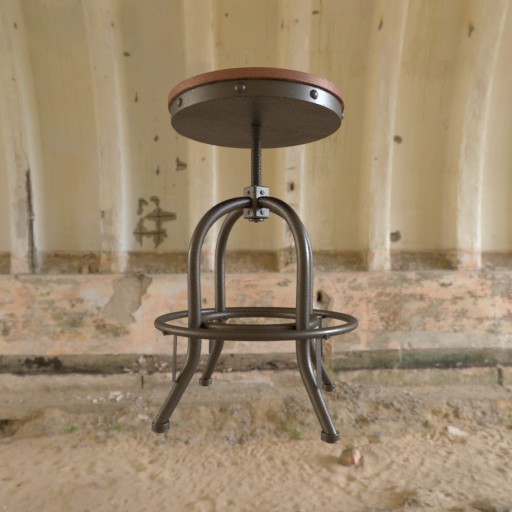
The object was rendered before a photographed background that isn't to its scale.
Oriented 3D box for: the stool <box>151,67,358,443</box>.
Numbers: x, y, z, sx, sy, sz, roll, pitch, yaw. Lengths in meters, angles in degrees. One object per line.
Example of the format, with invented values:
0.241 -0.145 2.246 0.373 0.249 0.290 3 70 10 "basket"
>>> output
0.000 0.000 0.889 0.439 0.609 0.439 1 -1 -36 "stool"
